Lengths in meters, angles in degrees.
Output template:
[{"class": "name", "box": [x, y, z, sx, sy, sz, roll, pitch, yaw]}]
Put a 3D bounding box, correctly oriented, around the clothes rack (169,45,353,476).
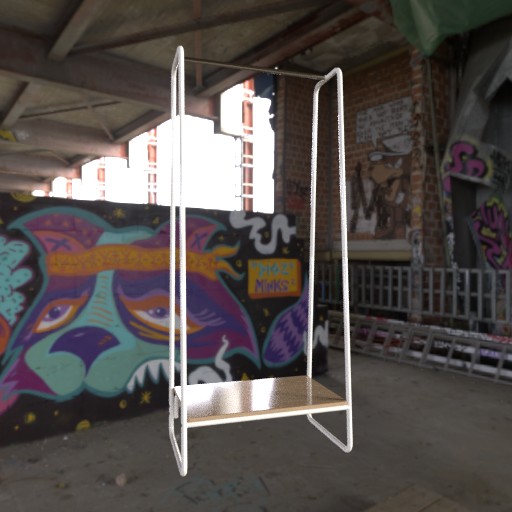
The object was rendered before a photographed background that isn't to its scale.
[{"class": "clothes rack", "box": [0.000, 0.000, 1.752, 0.640, 1.500, 0.400, 0, 0, -17]}]
